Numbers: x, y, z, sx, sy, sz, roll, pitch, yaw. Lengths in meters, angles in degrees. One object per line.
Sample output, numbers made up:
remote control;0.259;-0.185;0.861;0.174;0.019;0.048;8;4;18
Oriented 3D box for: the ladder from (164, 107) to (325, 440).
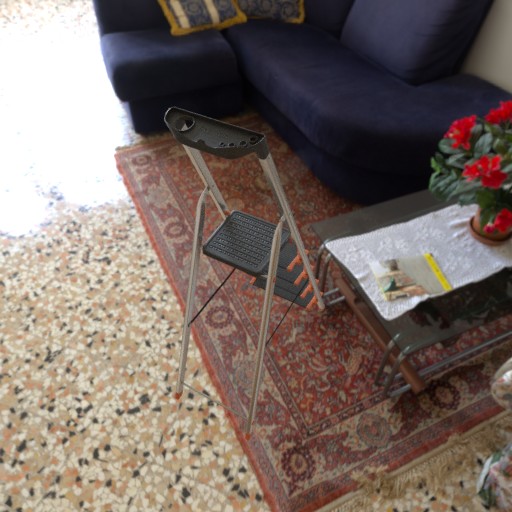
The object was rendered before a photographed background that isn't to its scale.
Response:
ladder;0.000;0.000;2.082;0.480;1.646;0.995;23;51;20
